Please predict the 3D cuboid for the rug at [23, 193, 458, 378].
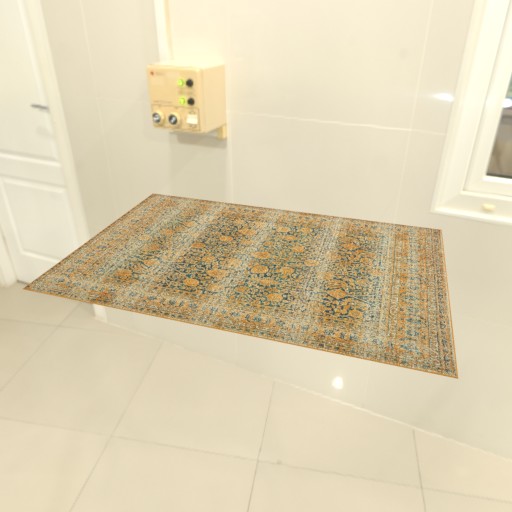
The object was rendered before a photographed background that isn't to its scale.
[{"bbox_3d":[0.000,0.000,2.877,2.336,0.007,1.525,9,31,15],"label":"rug"}]
